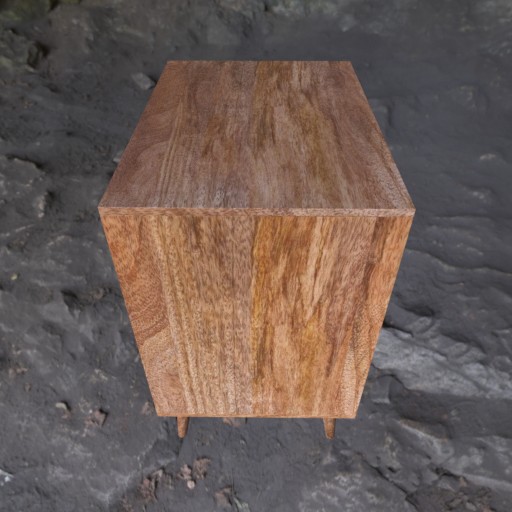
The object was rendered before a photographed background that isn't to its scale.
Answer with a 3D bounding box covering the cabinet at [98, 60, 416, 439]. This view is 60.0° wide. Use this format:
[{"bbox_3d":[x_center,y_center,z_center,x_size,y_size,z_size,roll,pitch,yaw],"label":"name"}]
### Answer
[{"bbox_3d":[0.000,0.000,1.140,0.473,0.758,0.647,0,42,0],"label":"cabinet"}]
